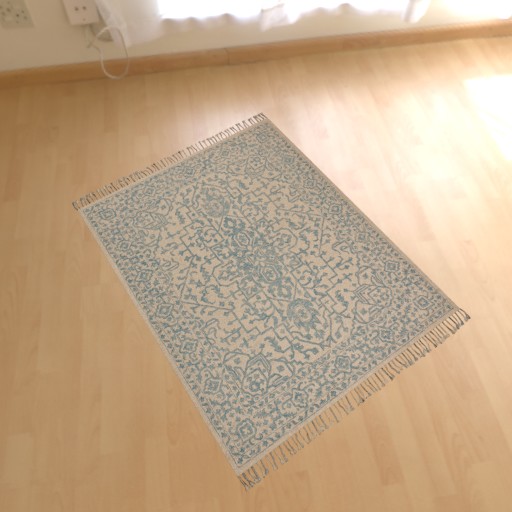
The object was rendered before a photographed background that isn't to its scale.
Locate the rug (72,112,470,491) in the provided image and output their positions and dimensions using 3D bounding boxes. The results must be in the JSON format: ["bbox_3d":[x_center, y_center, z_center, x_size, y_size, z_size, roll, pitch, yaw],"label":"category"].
[{"bbox_3d":[0.000,0.000,4.347,2.464,0.010,3.327,-31,64,-17],"label":"rug"}]
